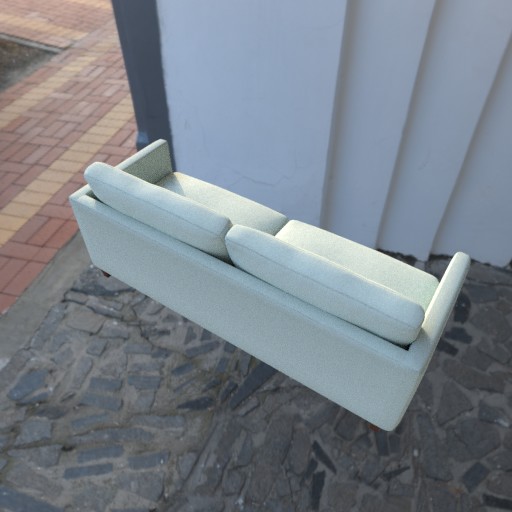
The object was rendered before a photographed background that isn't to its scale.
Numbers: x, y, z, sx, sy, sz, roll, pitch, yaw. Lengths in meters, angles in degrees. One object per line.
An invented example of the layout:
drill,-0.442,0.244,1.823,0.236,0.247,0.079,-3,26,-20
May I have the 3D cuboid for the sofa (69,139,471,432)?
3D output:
sofa,0.000,0.000,2.950,2.434,0.965,0.948,25,50,23
